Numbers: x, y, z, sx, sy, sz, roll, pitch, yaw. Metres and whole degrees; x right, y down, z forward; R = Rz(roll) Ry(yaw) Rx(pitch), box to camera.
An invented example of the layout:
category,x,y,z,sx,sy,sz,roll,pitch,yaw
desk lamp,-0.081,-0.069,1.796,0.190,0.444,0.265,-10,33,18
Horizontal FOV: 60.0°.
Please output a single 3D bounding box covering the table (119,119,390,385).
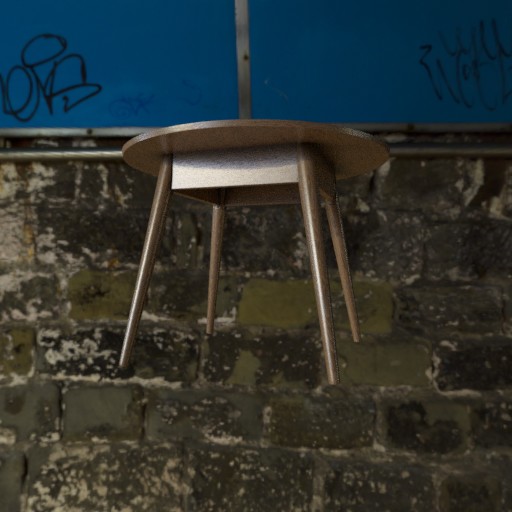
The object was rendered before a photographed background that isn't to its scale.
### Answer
category,x,y,z,sx,sy,sz,roll,pitch,yaw
table,0.000,0.000,1.812,1.053,0.786,1.053,0,-1,0
